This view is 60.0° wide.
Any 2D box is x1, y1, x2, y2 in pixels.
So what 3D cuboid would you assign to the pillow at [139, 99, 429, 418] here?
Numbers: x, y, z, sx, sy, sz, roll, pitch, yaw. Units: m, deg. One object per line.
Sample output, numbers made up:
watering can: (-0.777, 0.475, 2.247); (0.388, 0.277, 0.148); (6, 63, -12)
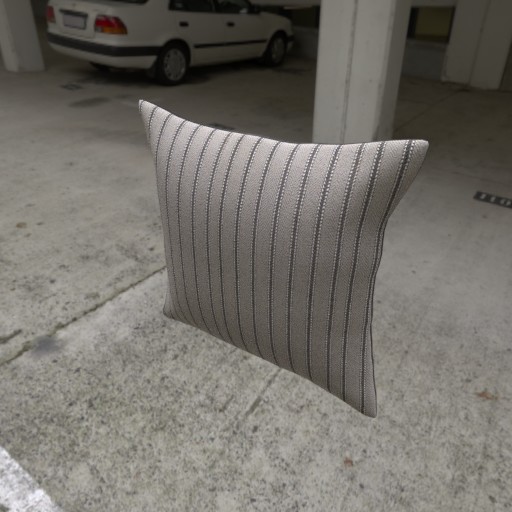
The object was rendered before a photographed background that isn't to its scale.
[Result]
pillow: (0.000, 0.000, 0.712); (0.468, 0.444, 0.138); (19, 35, 29)
